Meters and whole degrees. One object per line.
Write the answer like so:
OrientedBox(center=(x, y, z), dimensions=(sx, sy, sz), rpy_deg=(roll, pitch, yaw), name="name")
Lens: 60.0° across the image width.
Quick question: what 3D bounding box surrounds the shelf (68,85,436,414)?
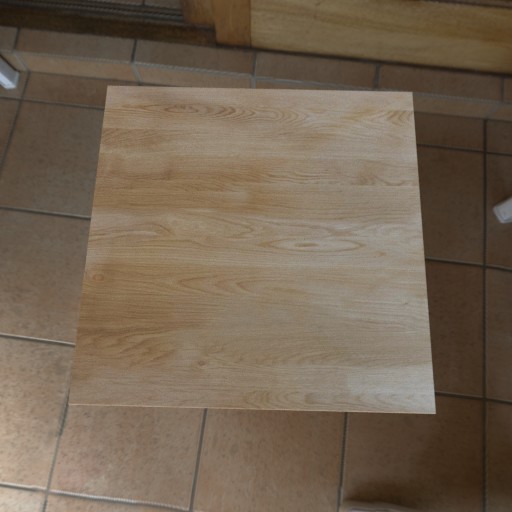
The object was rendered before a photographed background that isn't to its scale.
OrientedBox(center=(0.000, 0.000, 1.428), dimensions=(0.899, 0.480, 0.899), rpy_deg=(1, 75, 0), name="shelf")
